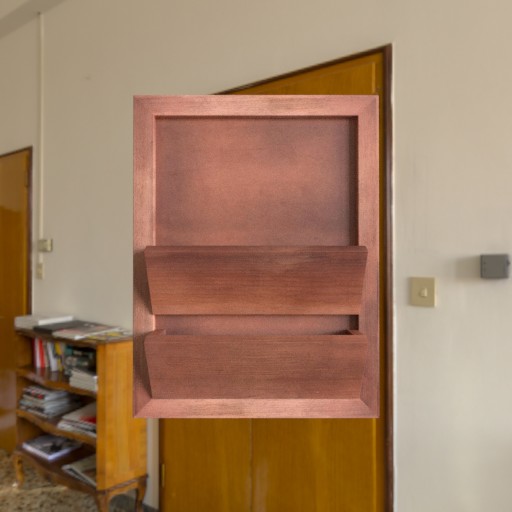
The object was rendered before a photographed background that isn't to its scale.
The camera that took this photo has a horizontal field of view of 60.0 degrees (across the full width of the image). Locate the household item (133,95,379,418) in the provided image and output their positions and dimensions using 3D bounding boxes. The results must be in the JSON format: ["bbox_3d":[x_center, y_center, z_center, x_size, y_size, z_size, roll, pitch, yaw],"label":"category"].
[{"bbox_3d":[0.000,0.000,0.543,0.310,0.407,0.067,0,0,0],"label":"household item"}]
